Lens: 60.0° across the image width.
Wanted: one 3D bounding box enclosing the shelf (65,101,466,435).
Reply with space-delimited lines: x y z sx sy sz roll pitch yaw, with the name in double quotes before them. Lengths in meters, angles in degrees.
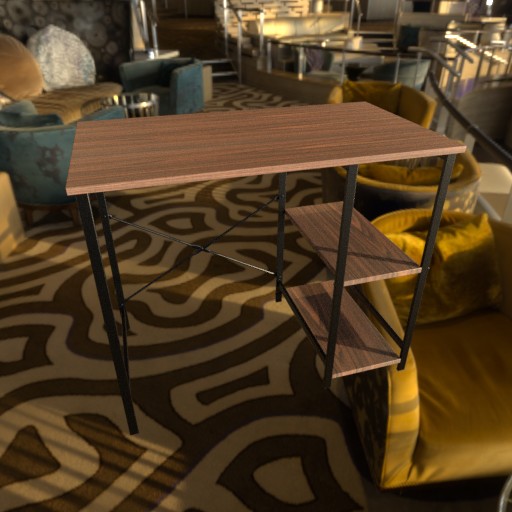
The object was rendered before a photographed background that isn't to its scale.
"shelf" 0.000 0.000 1.348 0.902 0.750 0.498 -9 32 -14
